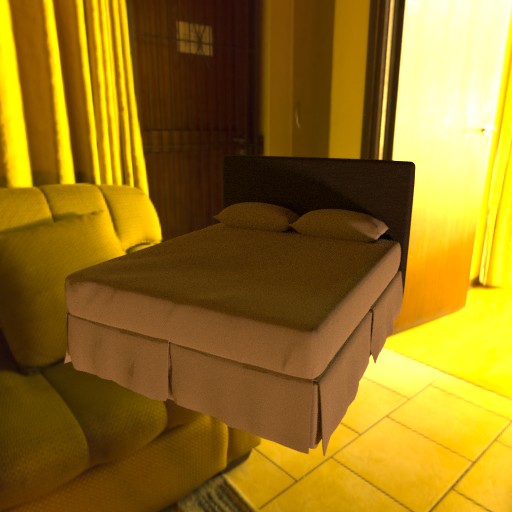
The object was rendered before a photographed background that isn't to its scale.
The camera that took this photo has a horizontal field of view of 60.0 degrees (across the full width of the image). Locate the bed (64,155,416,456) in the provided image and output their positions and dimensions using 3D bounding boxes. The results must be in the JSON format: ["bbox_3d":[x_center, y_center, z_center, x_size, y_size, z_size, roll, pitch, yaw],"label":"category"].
[{"bbox_3d":[0.000,0.000,3.298,1.884,1.330,2.142,9,18,27],"label":"bed"}]
